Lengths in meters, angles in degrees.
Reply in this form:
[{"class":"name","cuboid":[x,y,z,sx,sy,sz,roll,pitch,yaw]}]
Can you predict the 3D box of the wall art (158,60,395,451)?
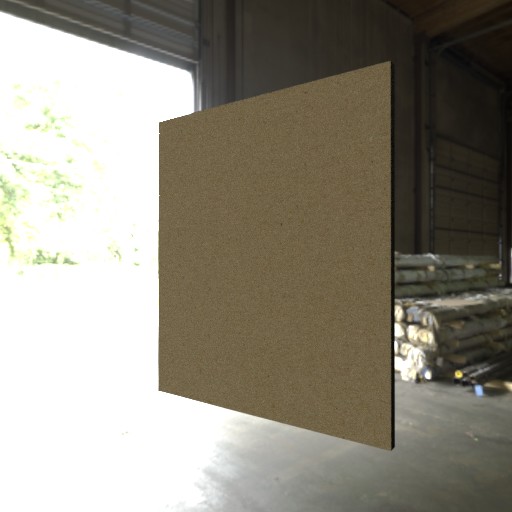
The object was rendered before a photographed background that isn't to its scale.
[{"class":"wall art","cuboid":[0.000,0.000,1.212,0.755,0.863,0.028,0,0,36]}]
